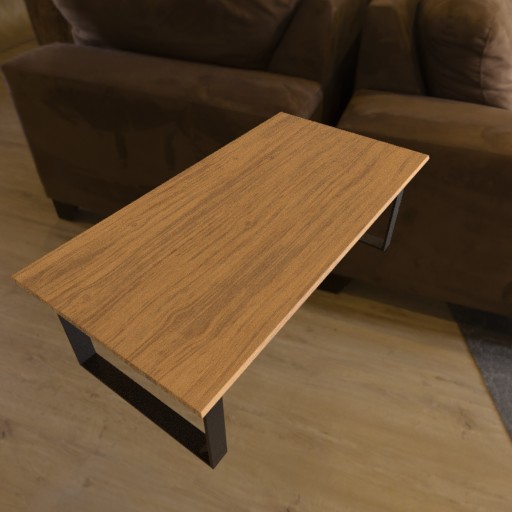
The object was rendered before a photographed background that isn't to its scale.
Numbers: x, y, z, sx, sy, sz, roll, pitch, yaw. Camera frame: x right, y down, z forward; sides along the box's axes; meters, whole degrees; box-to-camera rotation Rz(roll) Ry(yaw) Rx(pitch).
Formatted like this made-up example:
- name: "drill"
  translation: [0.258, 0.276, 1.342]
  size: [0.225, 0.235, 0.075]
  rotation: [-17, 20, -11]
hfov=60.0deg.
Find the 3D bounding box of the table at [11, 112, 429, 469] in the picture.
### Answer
- name: "table"
  translation: [0.000, 0.000, 1.604]
  size: [0.693, 0.445, 1.331]
  rotation: [26, 47, 26]
